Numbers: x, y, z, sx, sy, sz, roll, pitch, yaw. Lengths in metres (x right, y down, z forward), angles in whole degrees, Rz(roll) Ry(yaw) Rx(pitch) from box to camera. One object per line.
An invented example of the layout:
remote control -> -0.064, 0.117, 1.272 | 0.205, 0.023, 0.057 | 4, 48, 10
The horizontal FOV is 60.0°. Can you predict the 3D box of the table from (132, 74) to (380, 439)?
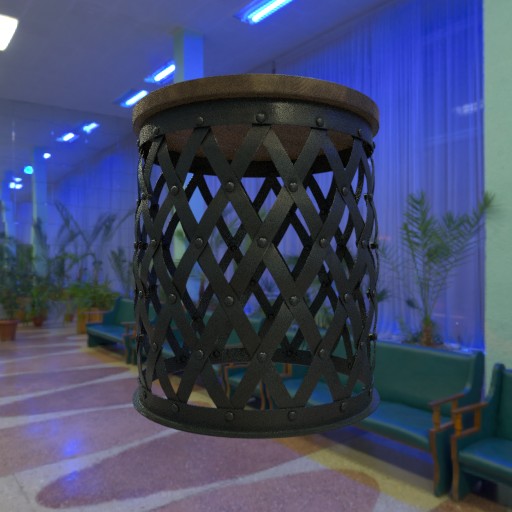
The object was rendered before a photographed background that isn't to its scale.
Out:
table -> 0.000, 0.000, 0.753 | 0.405, 0.454, 0.405 | 0, 0, 0
